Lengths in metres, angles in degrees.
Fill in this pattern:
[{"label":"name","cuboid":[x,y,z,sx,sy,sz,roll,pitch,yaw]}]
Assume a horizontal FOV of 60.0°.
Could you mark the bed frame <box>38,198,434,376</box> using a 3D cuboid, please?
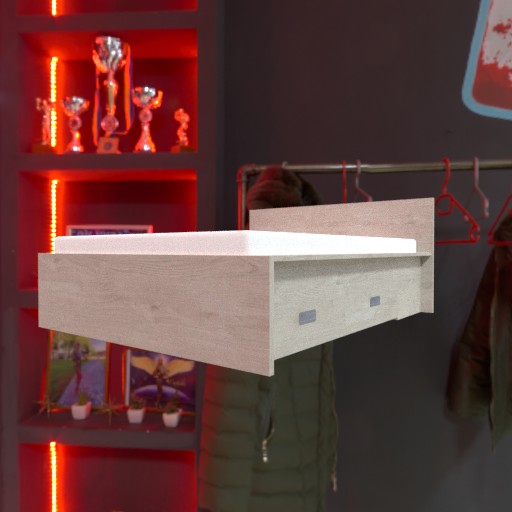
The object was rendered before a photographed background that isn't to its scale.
[{"label":"bed frame","cuboid":[0.000,0.000,2.807,1.622,0.800,1.960,1,1,37]}]
